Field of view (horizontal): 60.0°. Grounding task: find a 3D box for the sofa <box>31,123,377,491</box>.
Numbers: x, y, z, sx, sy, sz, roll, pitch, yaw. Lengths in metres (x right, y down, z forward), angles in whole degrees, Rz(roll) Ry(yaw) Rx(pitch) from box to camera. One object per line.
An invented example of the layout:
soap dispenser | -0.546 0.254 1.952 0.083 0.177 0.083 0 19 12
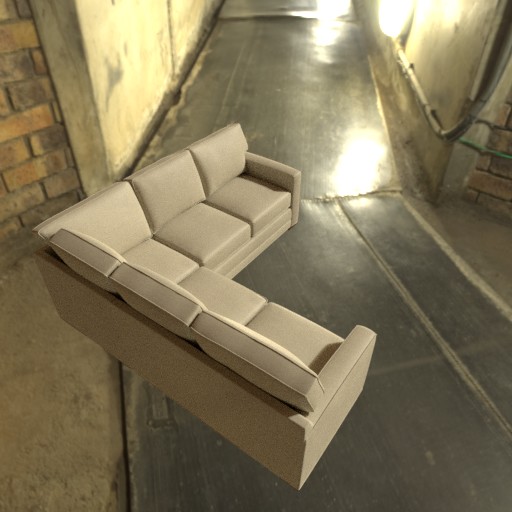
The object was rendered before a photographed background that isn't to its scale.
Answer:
sofa | 0.000 0.000 3.342 2.182 0.939 2.189 25 46 27
